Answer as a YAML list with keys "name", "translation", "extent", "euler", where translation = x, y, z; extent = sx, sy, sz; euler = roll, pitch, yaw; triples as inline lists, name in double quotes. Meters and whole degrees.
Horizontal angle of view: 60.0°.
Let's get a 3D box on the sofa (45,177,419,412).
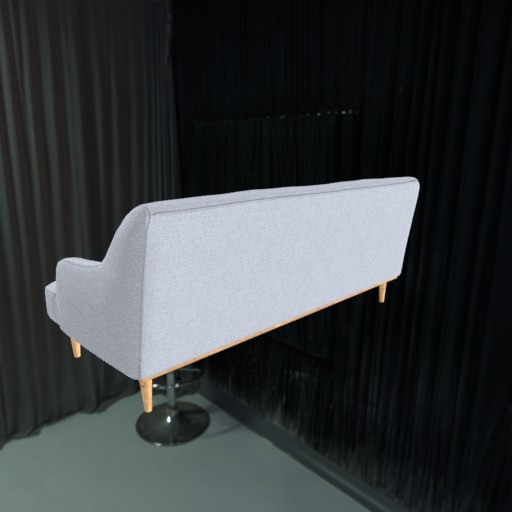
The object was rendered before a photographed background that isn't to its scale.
- name: "sofa"
  translation: [0.000, 0.000, 2.552]
  extent: [2.057, 0.871, 0.978]
  euler: [-13, 19, -43]
